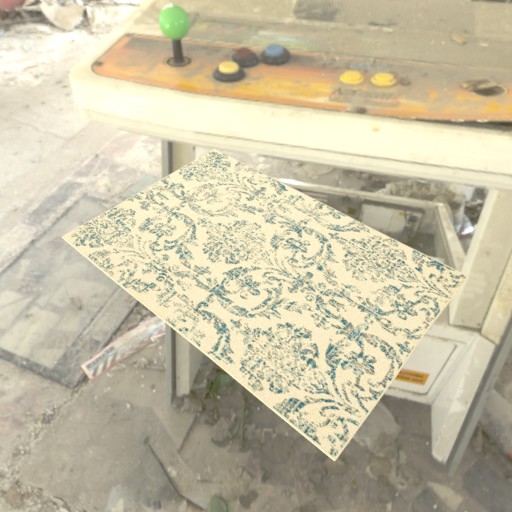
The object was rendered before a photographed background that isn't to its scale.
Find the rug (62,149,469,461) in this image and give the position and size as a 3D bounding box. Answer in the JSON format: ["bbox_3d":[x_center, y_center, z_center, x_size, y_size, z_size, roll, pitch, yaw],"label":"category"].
[{"bbox_3d":[0.000,0.000,2.369,1.831,0.012,1.213,32,53,28],"label":"rug"}]
